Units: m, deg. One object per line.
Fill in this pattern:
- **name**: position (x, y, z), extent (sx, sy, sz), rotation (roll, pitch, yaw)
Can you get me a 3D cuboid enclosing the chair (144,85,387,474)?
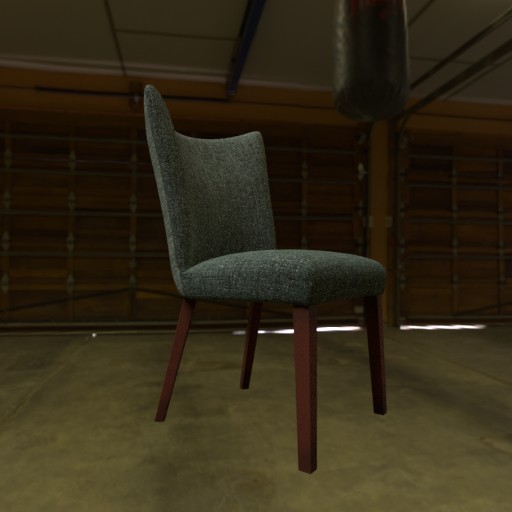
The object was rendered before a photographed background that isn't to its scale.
- **chair**: position (0.000, 0.000, 1.301), extent (0.623, 0.924, 0.535), rotation (-1, -1, 35)
